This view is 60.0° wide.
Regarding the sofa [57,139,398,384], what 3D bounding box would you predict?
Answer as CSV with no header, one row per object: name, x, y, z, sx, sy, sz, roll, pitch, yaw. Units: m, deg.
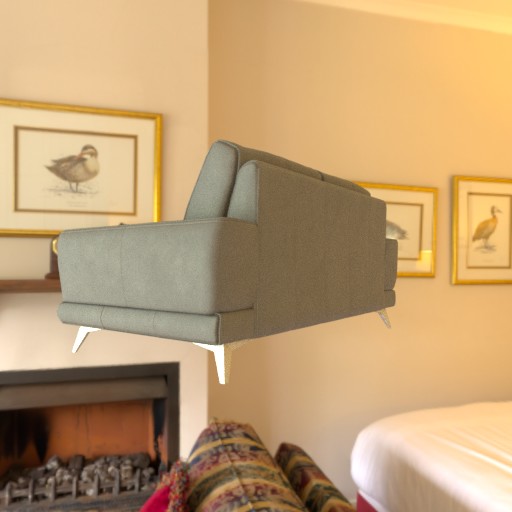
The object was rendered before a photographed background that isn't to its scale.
sofa,0.000,0.000,2.451,1.018,0.907,1.806,-1,-1,36
